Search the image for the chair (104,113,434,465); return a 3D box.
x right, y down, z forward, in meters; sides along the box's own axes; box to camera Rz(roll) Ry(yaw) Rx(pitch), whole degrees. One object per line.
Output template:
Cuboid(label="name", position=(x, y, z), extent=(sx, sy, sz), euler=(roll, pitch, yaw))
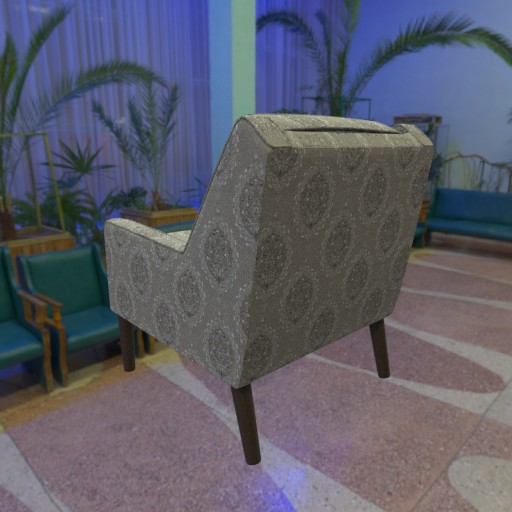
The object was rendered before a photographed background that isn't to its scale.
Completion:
Cuboid(label="chair", position=(0.000, 0.000, 1.347), extent=(0.665, 0.797, 0.750), euler=(-13, 19, -42))
